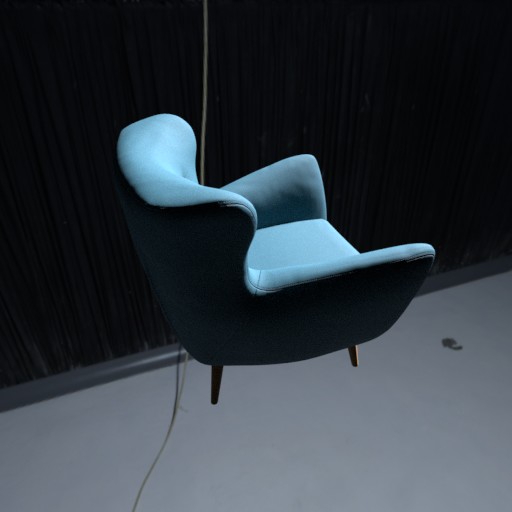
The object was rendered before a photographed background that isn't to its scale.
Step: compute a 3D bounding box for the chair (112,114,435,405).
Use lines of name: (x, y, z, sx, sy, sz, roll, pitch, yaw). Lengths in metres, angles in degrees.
chair: (0.000, 0.000, 1.632, 0.889, 0.889, 0.890, -11, 35, -17)
